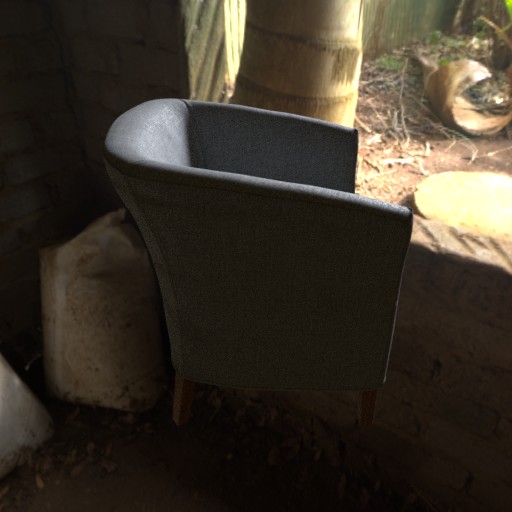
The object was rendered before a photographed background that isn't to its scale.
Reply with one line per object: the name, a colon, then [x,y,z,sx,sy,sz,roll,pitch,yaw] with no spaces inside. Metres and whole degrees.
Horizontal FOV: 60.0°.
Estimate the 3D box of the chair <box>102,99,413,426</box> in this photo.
chair: [0.000,0.000,1.249,0.668,0.771,0.600,0,32,0]
